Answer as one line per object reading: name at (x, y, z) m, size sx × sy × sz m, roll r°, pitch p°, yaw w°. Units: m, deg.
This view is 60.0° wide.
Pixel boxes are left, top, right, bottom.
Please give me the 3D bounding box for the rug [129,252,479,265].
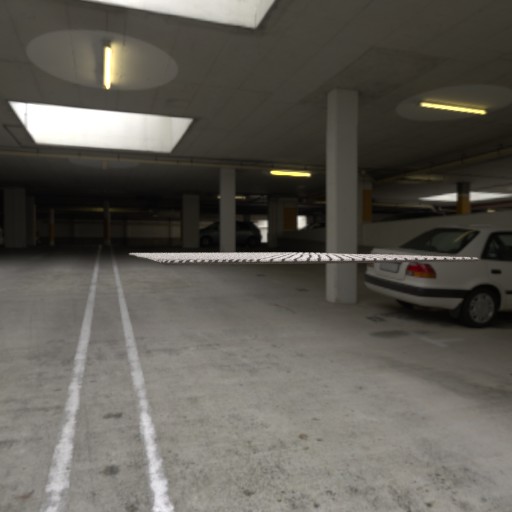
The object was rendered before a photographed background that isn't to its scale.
rug at (0.000, 0.000, 2.408) m, size 1.237 × 0.019 × 1.842 m, roll 0°, pitch 1°, yaw -19°
